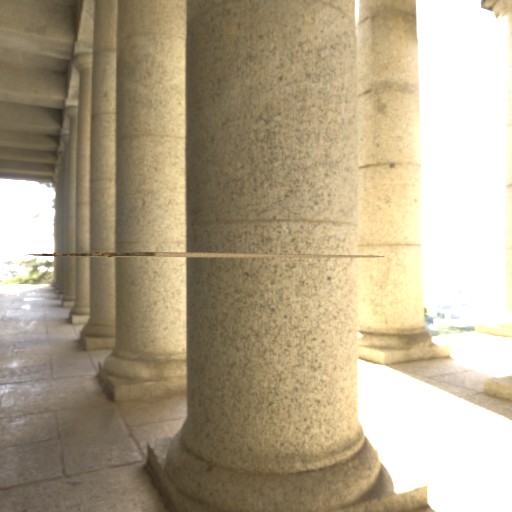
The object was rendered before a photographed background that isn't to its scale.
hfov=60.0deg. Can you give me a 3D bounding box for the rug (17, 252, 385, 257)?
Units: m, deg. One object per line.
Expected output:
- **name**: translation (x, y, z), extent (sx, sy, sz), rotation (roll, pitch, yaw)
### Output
- **rug**: translation (0.000, 0.000, 2.627), extent (0.729, 0.021, 2.438), rotation (0, 0, 35)
